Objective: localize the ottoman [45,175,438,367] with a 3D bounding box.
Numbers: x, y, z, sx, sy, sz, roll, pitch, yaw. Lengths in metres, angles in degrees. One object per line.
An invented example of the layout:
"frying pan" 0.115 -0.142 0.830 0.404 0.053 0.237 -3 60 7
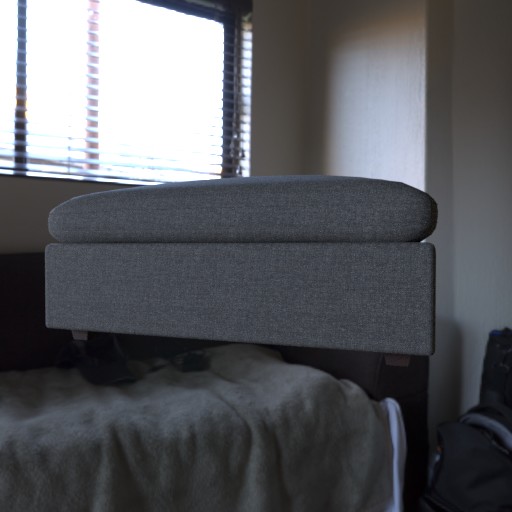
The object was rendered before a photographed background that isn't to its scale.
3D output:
"ottoman" 0.000 0.000 1.420 1.041 0.483 0.711 0 1 19
